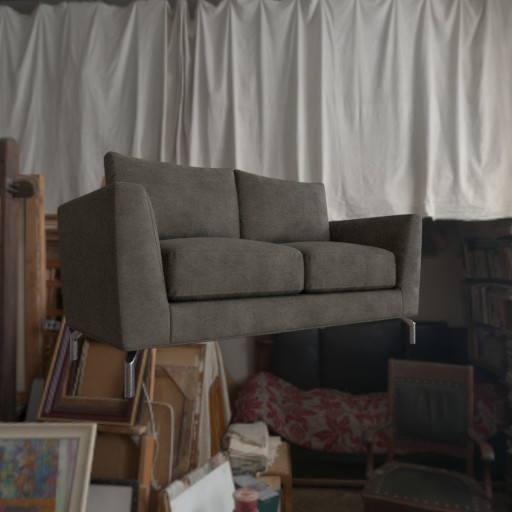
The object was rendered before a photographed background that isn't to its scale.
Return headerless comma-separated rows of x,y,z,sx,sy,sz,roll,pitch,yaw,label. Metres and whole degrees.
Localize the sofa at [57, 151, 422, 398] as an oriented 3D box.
0.000,0.000,2.380,1.832,1.013,0.855,1,-1,-37,sofa
